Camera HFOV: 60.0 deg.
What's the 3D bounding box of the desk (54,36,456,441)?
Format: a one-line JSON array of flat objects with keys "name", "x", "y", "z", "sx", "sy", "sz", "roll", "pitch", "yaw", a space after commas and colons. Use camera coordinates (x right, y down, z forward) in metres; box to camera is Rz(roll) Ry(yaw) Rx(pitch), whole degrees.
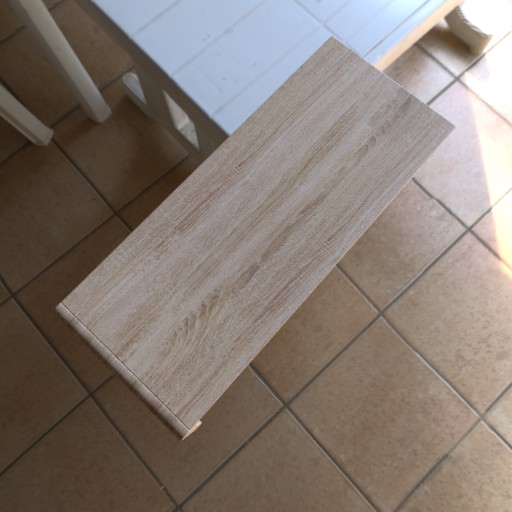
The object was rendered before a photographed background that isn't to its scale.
[{"name": "desk", "x": 0.000, "y": 0.000, "z": 1.652, "sx": 0.500, "sy": 0.750, "sz": 1.300, "roll": 41, "pitch": 79, "yaw": 10}]
